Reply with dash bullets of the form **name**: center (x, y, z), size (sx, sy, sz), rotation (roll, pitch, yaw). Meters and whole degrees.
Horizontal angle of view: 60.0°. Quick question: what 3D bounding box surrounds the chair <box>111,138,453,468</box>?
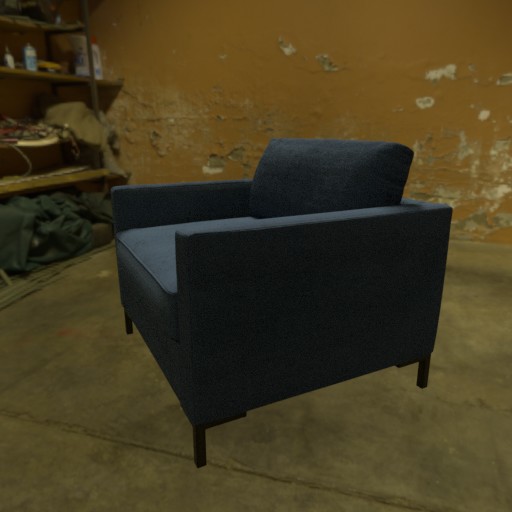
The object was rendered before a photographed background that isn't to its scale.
- **chair**: center (0.000, 0.000, 1.596), size (0.875, 0.812, 0.964), rotation (-8, 18, -26)
